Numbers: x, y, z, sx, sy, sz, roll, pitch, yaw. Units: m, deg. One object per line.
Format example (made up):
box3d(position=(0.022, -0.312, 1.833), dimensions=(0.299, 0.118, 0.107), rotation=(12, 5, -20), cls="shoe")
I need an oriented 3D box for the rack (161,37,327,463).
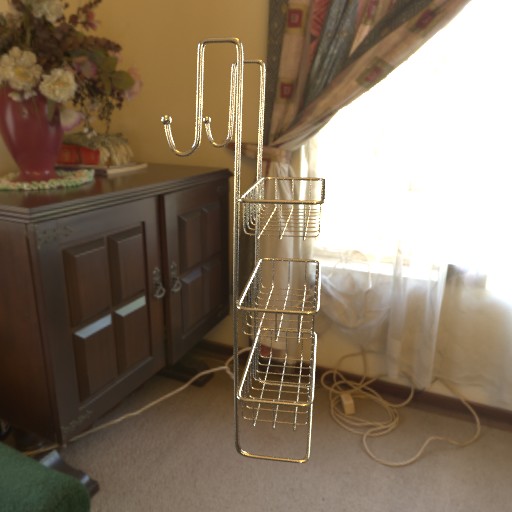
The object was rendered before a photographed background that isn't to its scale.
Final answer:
box3d(position=(0.000, 0.000, 0.673), dimensions=(0.202, 0.574, 0.228), rotation=(3, 17, 8), cls="rack")
